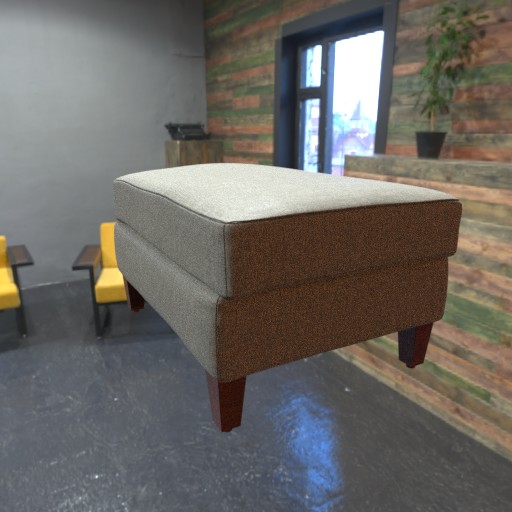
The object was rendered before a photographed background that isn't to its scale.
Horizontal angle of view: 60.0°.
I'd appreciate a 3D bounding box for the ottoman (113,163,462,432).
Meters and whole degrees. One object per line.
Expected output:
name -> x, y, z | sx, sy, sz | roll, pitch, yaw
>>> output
ottoman -> 0.000, 0.000, 1.260 | 0.639, 0.494, 0.873 | -8, 18, -28
